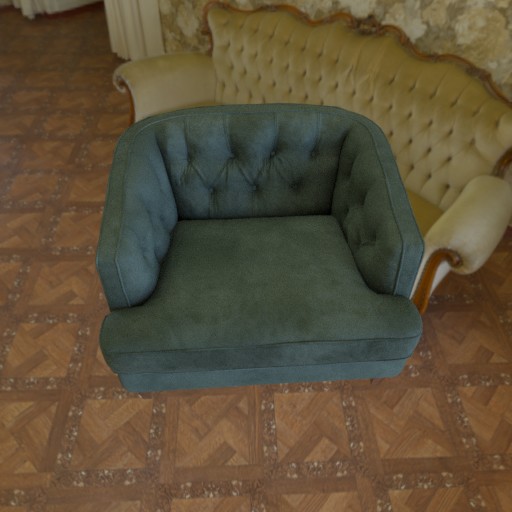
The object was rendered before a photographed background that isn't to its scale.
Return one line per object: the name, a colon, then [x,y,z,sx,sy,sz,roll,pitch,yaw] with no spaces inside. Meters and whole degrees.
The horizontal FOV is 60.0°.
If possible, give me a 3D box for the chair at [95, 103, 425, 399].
chair: [0.000,0.000,1.791,1.104,0.852,0.941,-3,45,-3]
